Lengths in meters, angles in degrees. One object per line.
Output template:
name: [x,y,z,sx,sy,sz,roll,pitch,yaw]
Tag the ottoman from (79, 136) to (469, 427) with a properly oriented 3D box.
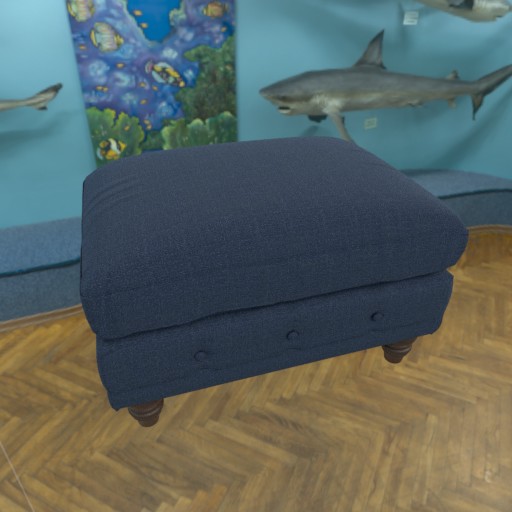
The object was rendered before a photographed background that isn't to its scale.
ottoman: [0.000,0.000,1.096,0.767,0.486,0.558,-10,33,-15]
